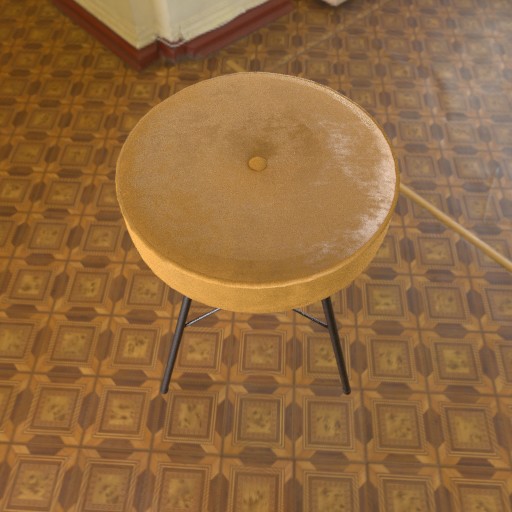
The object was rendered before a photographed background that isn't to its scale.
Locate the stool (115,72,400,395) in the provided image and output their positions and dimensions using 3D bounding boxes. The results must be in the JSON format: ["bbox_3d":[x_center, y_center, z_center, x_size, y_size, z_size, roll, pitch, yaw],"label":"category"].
[{"bbox_3d":[0.000,0.000,0.911,0.472,0.595,0.438,2,59,1],"label":"stool"}]
